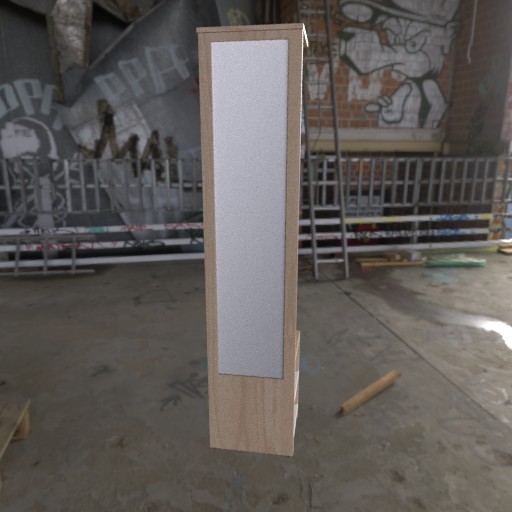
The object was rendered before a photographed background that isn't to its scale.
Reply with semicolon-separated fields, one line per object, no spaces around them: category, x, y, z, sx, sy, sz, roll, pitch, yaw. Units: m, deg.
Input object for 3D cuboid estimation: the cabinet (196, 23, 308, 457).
cabinet;0.000;0.000;2.063;0.411;1.879;0.338;2;14;9
